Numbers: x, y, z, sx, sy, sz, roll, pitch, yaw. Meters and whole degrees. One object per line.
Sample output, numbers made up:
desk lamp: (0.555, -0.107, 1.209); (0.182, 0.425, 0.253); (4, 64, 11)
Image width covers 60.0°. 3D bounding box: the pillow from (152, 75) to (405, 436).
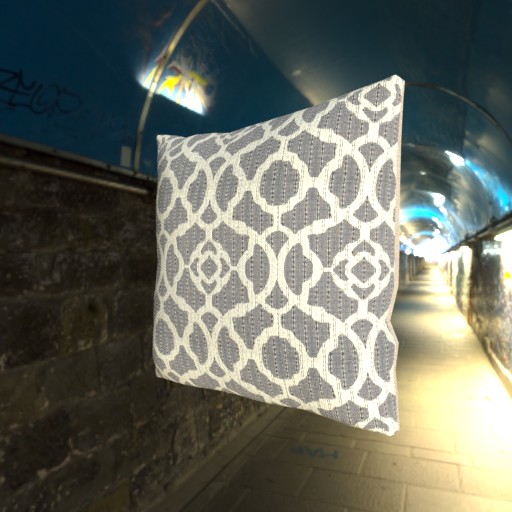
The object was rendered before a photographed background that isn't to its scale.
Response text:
pillow: (0.000, 0.000, 0.763); (0.508, 0.498, 0.215); (0, 0, 37)
